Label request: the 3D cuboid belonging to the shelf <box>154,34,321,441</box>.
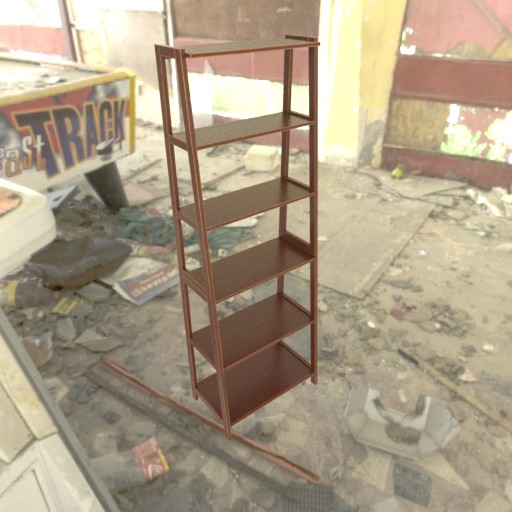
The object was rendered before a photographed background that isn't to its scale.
[{"bbox_3d":[0.000,0.000,2.171,0.660,1.892,0.381,-22,38,-31],"label":"shelf"}]
